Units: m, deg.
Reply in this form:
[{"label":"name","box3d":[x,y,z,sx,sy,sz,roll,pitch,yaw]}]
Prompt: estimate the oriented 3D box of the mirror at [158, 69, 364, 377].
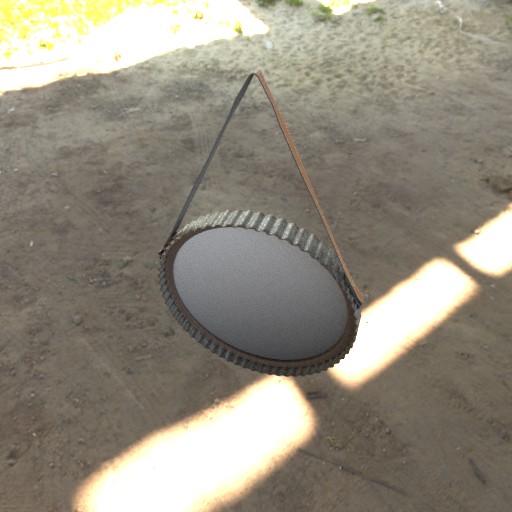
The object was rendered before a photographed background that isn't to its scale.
[{"label":"mirror","box3d":[0.000,0.000,0.697,0.355,0.568,0.042,13,43,14]}]
